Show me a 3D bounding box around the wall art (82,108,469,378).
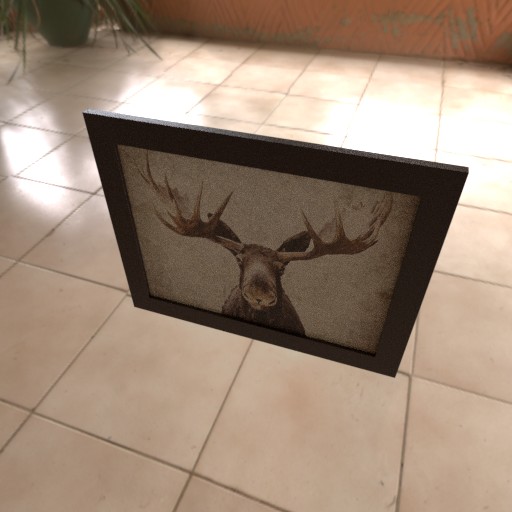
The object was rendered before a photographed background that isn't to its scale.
[{"bbox_3d":[0.000,0.000,1.648,1.207,0.952,0.034,13,43,14],"label":"wall art"}]
